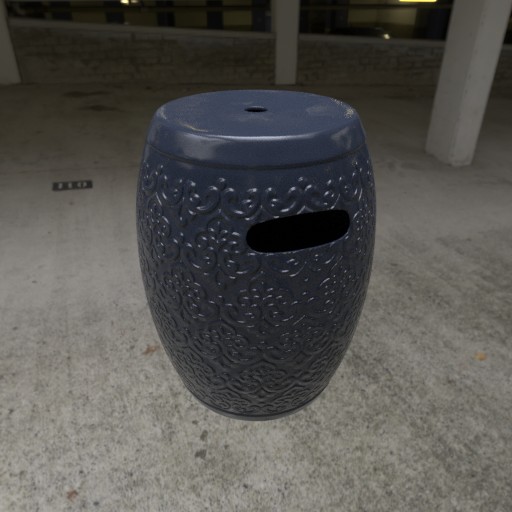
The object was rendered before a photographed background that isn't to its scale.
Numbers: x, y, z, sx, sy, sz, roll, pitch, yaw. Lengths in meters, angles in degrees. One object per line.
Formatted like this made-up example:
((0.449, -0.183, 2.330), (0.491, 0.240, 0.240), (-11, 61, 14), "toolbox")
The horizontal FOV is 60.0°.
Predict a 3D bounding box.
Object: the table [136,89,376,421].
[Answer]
((0.000, 0.000, 0.610), (0.309, 0.397, 0.309), (0, 31, 0), "table")
